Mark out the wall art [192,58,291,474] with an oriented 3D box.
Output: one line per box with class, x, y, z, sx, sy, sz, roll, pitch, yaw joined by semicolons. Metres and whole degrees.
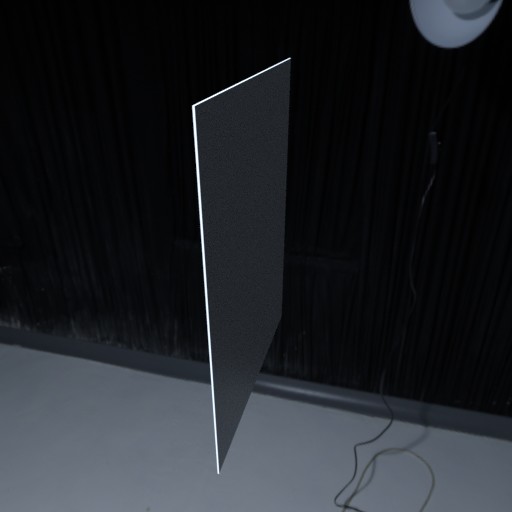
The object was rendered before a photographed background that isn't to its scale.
wall art;0.000;0.000;0.799;0.003;0.609;0.457;8;31;14
